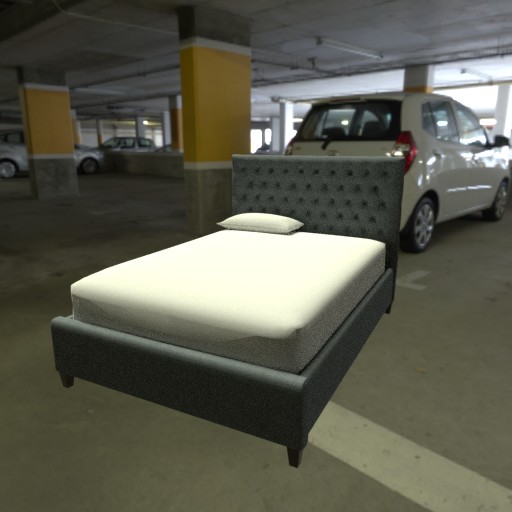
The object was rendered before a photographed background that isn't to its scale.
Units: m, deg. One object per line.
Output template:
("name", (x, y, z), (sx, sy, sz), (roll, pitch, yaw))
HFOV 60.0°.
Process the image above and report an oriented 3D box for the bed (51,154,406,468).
("bed", (0.000, 0.000, 3.309), (1.698, 1.411, 2.335), (7, 16, 26))
